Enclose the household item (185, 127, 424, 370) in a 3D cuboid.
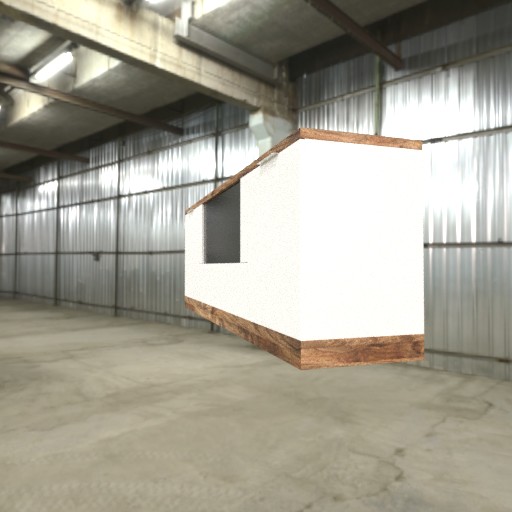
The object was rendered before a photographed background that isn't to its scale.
[{"bbox_3d":[0.000,0.000,2.030,0.390,0.615,1.800,0,-1,-18],"label":"household item"}]
